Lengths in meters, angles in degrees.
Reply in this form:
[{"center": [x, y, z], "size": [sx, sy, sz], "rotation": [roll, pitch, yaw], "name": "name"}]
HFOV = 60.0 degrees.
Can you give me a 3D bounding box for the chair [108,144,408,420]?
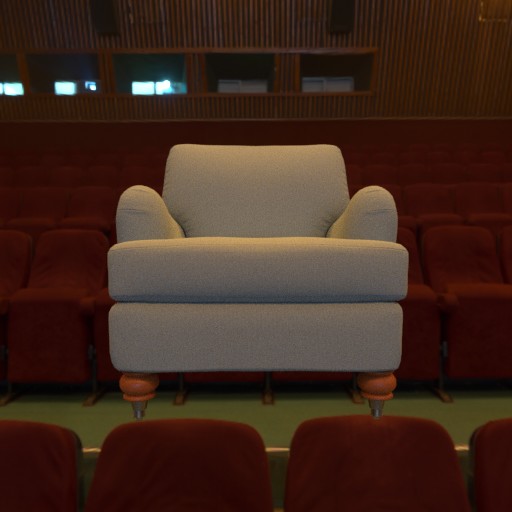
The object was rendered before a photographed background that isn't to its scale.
[{"center": [0.000, 0.000, 1.812], "size": [0.955, 1.038, 1.070], "rotation": [0, 0, -1], "name": "chair"}]
